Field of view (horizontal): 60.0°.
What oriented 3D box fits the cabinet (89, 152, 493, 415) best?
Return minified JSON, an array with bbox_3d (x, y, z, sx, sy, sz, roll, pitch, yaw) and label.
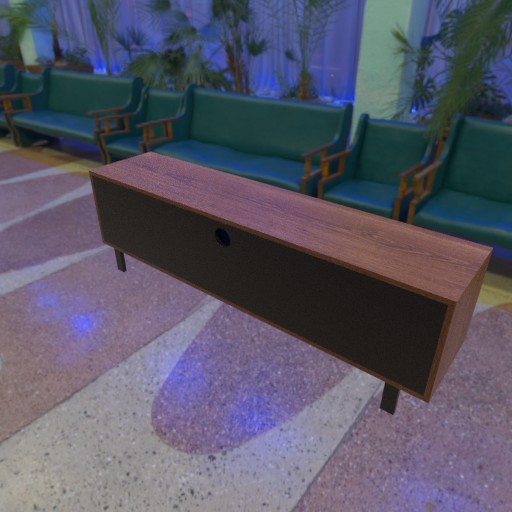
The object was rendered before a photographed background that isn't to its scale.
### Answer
[{"bbox_3d":[0.000,0.000,1.857,1.650,0.500,0.400,22,36,32],"label":"cabinet"}]
